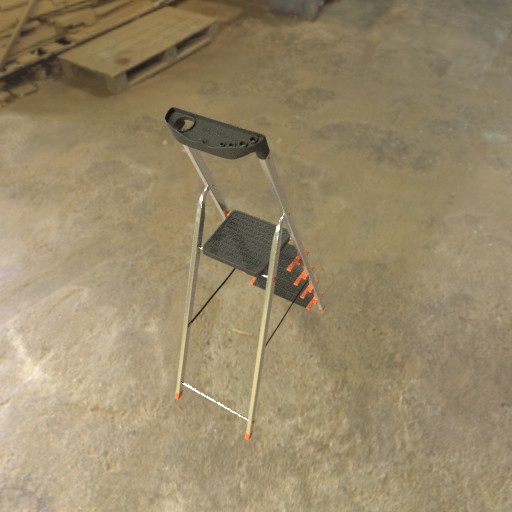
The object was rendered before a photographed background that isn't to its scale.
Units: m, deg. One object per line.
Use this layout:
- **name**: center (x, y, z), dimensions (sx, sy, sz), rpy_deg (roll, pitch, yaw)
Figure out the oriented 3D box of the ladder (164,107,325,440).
- **ladder**: center (0.000, 0.000, 2.082), dimensions (0.480, 1.646, 0.995), rpy_deg (23, 51, 20)
